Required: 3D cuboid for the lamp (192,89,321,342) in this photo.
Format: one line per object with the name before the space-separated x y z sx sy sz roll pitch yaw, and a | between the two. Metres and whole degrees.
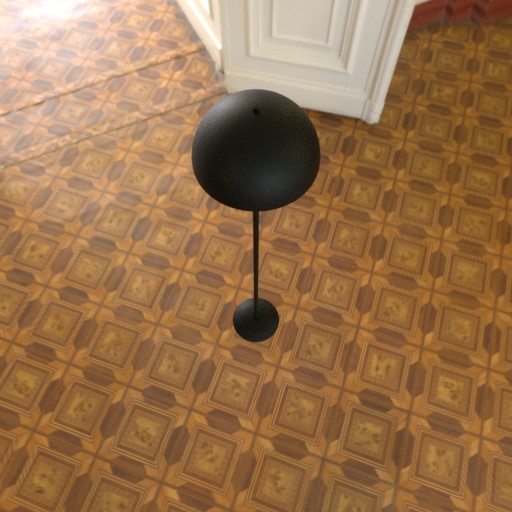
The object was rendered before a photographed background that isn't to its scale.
lamp | 0.000 0.000 1.644 0.328 1.480 0.328 17 65 8
